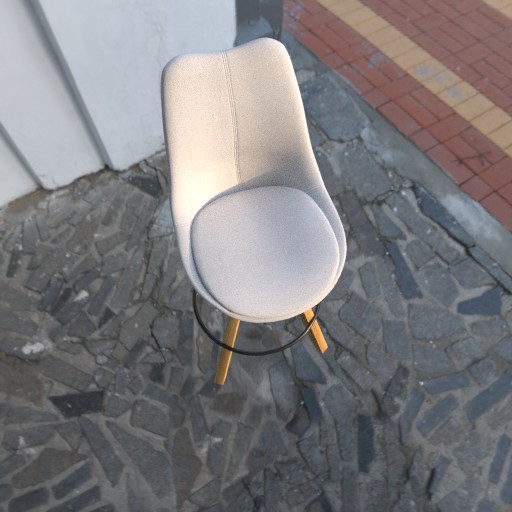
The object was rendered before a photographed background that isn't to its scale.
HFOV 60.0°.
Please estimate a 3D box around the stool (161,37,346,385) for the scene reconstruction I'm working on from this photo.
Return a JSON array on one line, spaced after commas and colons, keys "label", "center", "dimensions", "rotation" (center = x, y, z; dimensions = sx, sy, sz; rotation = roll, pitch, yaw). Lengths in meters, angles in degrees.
[{"label": "stool", "center": [0.000, 0.000, 1.399], "dimensions": [0.484, 1.115, 0.550], "rotation": [-16, 63, -8]}]
